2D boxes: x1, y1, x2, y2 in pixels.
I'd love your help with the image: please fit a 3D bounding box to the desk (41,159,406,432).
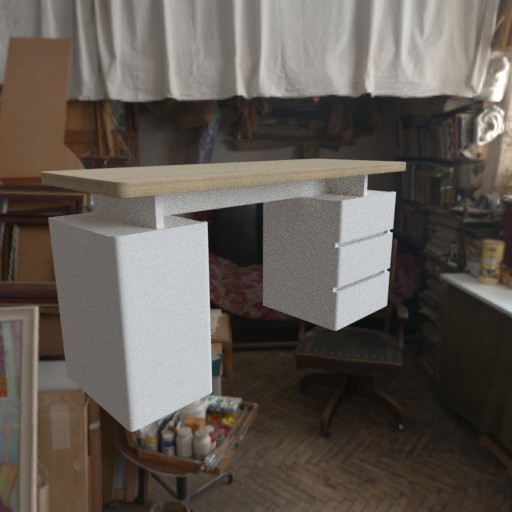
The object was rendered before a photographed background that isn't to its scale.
[{"bbox_3d":[0.000,0.000,1.893,1.500,0.755,0.550,-14,20,-43],"label":"desk"}]
